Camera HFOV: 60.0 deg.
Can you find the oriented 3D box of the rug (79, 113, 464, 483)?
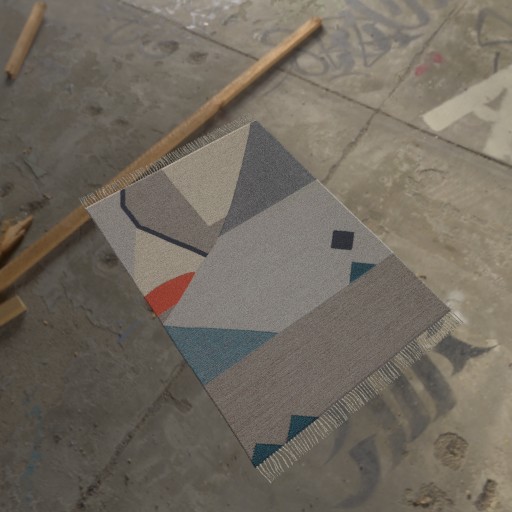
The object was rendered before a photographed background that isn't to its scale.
[{"bbox_3d":[0.000,0.000,2.375,1.220,0.005,1.828,-32,65,-17],"label":"rug"}]
